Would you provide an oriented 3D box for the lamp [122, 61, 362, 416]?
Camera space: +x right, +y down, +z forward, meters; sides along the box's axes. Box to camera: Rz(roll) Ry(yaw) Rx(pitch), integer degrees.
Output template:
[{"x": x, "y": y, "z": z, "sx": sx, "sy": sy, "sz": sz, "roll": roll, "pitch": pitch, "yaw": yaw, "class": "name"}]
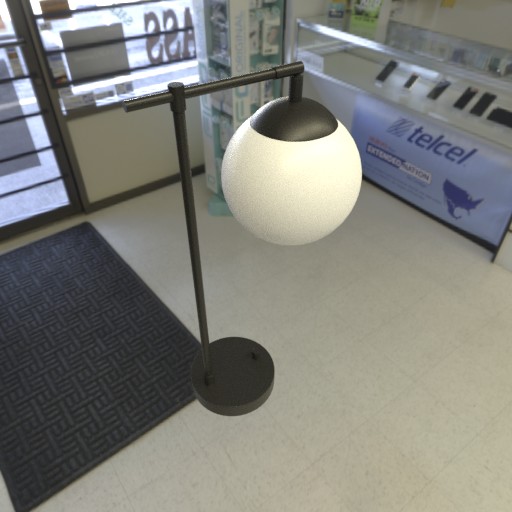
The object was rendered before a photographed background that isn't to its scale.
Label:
[{"x": 0.000, "y": 0.000, "z": 0.682, "sx": 0.316, "sy": 0.559, "sz": 0.197, "roll": -23, "pitch": 45, "yaw": -25, "class": "lamp"}]
